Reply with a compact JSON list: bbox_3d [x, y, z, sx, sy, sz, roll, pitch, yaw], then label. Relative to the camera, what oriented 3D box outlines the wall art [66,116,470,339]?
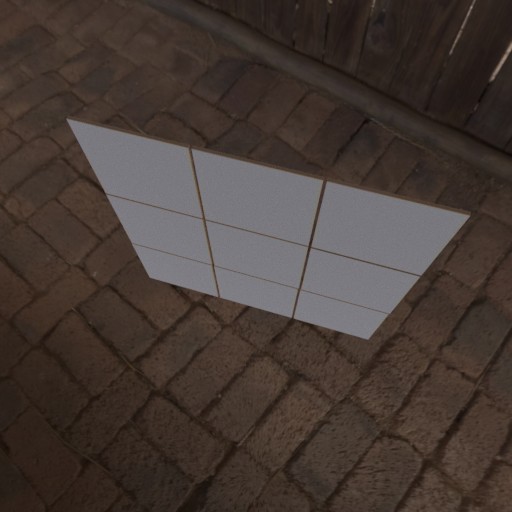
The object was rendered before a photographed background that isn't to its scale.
[{"bbox_3d":[0.000,0.000,2.292,1.527,1.521,0.017,15,64,7],"label":"wall art"}]
